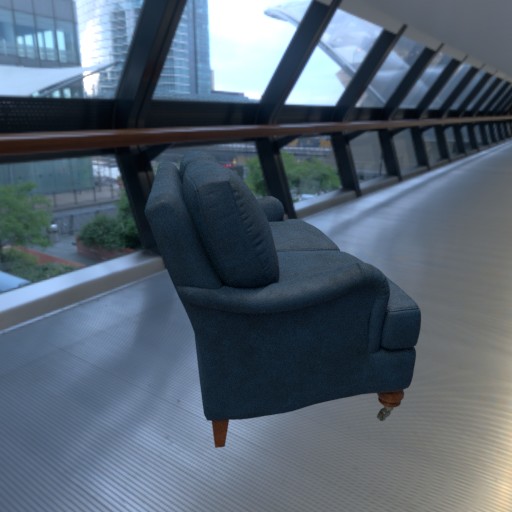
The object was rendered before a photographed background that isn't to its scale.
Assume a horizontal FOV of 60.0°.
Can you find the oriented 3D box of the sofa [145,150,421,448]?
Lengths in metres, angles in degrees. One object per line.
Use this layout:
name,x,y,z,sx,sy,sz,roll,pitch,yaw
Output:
sofa,0.000,0.000,2.528,1.084,1.101,1.853,-3,17,-10
